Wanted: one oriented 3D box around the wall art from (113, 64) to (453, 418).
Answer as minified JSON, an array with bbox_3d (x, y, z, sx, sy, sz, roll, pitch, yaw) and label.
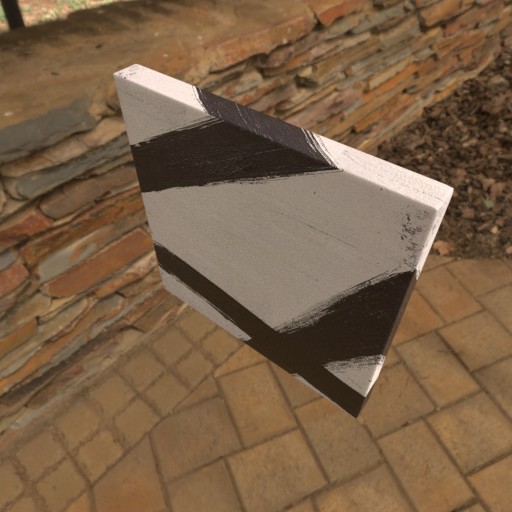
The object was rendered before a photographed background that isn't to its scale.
[{"bbox_3d":[0.000,0.000,0.753,0.507,0.508,0.050,30,53,25],"label":"wall art"}]
